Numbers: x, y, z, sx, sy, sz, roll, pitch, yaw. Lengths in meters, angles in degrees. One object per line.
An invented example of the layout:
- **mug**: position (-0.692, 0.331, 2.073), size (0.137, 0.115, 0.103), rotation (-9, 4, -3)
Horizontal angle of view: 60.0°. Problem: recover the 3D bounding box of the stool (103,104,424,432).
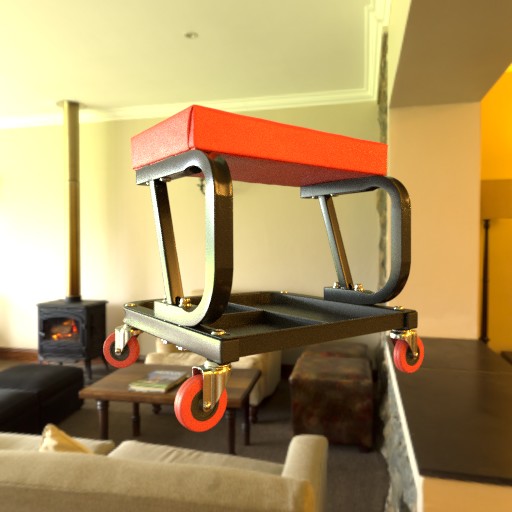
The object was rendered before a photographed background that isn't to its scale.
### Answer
- **stool**: position (0.000, 0.000, 0.741), size (0.446, 0.380, 0.371), rotation (-1, 2, -36)
